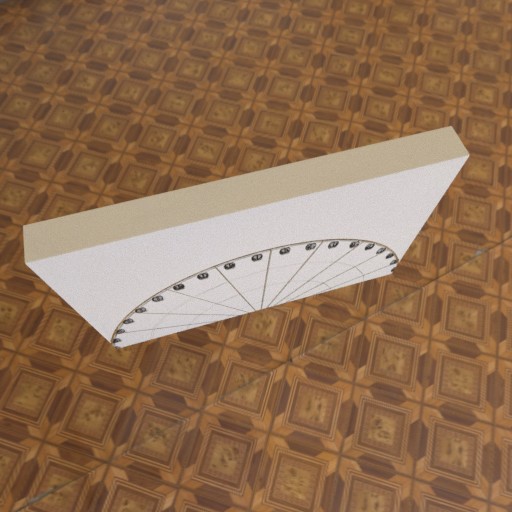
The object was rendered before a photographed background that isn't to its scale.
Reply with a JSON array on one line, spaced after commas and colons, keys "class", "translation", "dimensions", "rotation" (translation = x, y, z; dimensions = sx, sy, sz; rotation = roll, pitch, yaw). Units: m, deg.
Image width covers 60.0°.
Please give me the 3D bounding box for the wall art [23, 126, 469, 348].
[{"class": "wall art", "translation": [0.000, 0.000, 0.489], "dimensions": [0.384, 0.254, 0.039], "rotation": [-14, 64, -7]}]
